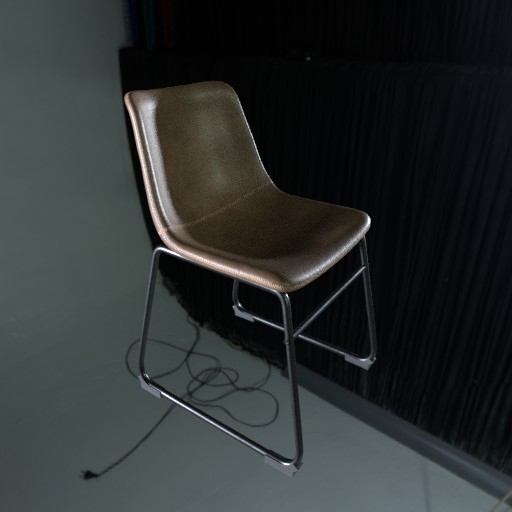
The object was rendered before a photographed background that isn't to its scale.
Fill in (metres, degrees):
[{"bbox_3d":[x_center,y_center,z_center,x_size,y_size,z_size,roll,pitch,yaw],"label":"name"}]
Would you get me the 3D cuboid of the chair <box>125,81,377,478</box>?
[{"bbox_3d":[0.000,0.000,1.122,0.551,0.780,0.460,18,32,31],"label":"chair"}]
